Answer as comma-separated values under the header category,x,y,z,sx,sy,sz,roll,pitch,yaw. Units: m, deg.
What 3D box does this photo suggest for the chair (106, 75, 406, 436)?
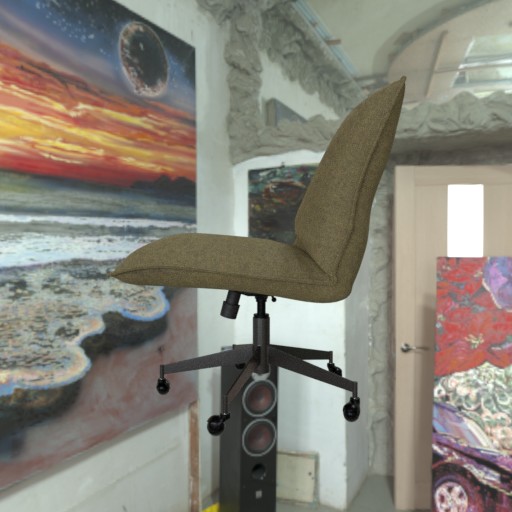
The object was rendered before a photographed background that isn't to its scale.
category,x,y,z,sx,sy,sz,roll,pitch,yaw
chair,0.000,0.000,1.277,0.696,0.811,0.597,0,1,0
